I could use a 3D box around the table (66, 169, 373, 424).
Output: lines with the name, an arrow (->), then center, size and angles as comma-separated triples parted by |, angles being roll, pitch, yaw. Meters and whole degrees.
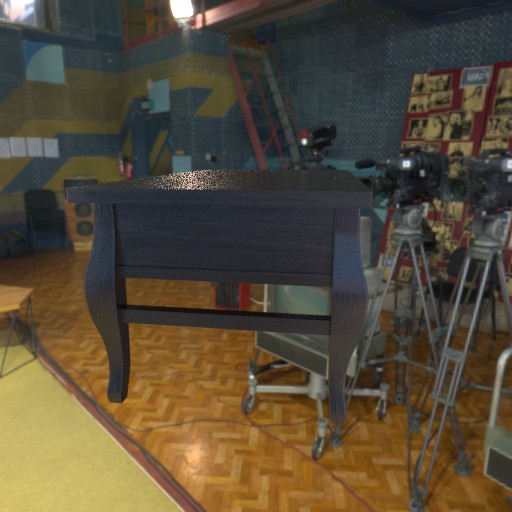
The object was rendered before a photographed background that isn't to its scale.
table -> 0.000, 0.000, 1.387 | 0.600, 0.494, 1.062 | 2, 13, 9
